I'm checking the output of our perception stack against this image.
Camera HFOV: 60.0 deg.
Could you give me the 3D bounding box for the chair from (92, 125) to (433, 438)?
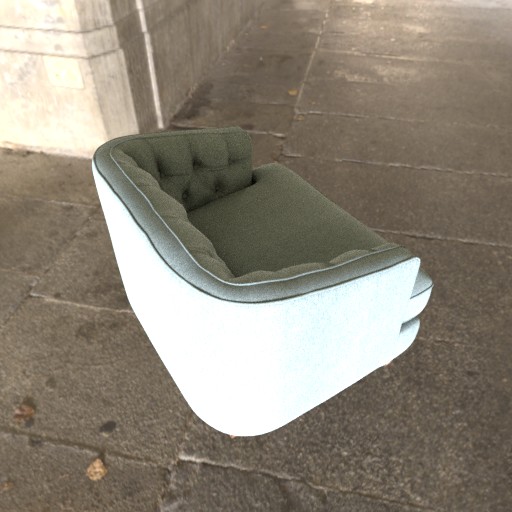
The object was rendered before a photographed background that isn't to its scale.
[{"bbox_3d":[0.000,0.000,1.763,0.945,0.852,1.094,-24,47,-24],"label":"chair"}]
